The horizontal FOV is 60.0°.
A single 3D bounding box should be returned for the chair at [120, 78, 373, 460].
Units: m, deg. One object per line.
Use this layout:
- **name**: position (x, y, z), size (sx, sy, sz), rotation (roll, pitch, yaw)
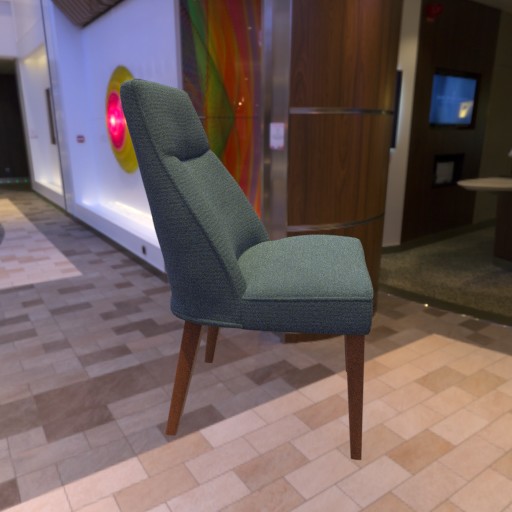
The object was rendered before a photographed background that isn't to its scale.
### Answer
- **chair**: position (0.000, 0.000, 1.261), size (0.620, 0.930, 0.500), rotation (3, 16, 9)
